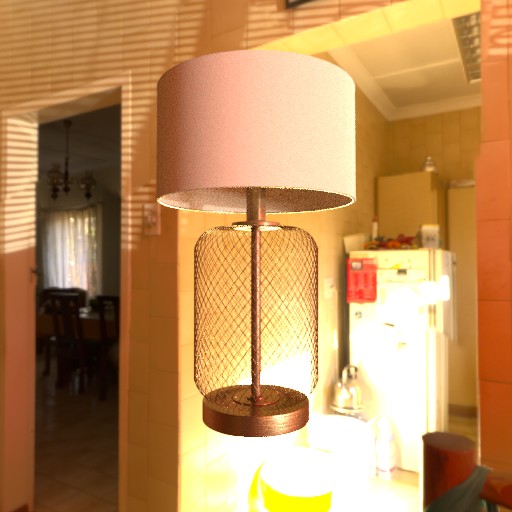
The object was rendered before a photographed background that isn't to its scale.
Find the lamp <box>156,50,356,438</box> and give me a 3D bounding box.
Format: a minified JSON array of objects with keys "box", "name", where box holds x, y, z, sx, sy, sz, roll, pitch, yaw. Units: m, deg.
[{"box":[0.000,0.000,0.799,0.353,0.578,0.353,0,-1,0],"name":"lamp"}]
